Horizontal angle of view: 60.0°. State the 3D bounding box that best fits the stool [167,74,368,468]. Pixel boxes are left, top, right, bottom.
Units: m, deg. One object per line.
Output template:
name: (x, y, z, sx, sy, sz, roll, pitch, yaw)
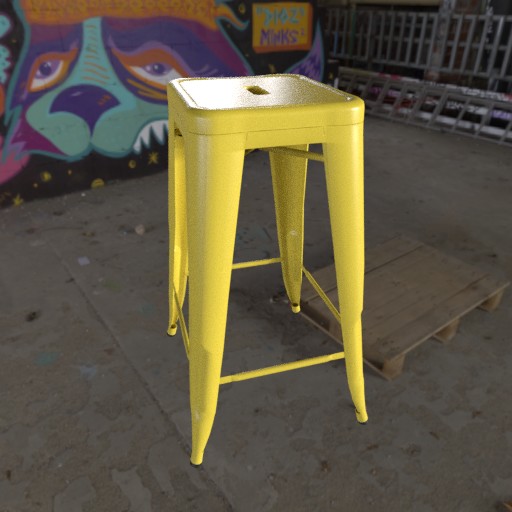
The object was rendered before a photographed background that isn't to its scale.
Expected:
stool: (0.000, 0.000, 0.849, 0.359, 0.609, 0.399, -8, 31, -14)
